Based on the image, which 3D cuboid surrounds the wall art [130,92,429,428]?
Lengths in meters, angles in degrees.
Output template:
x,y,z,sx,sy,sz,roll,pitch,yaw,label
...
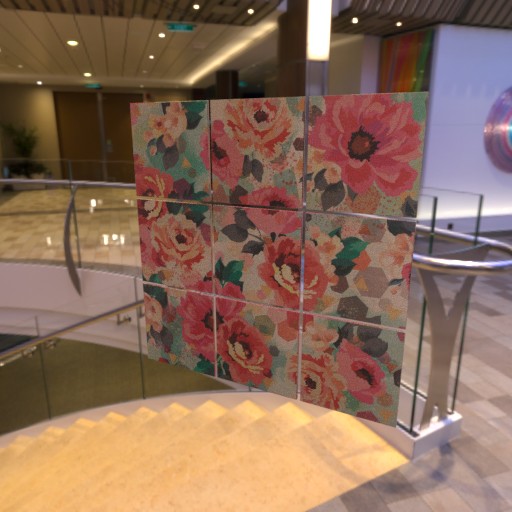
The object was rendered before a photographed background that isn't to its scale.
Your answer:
x,y,z,sx,sy,sz,roll,pitch,yaw,label
0.000,0.000,1.818,1.216,1.220,0.013,8,17,26,wall art
